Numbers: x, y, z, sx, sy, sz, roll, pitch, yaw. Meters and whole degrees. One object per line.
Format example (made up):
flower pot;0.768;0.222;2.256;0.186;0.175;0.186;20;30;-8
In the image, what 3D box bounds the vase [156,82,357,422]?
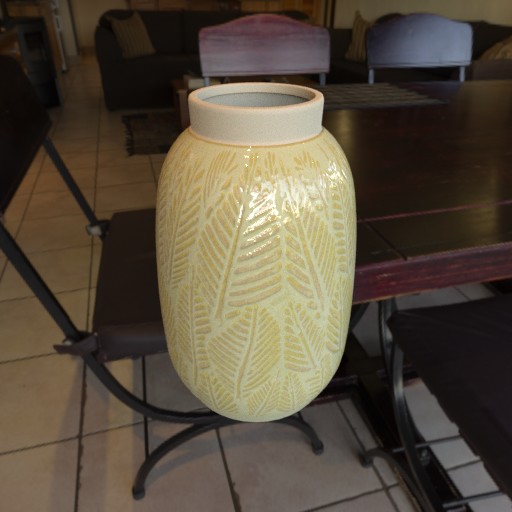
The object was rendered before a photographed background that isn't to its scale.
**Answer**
vase;0.000;0.000;0.386;0.172;0.270;0.172;0;31;0
